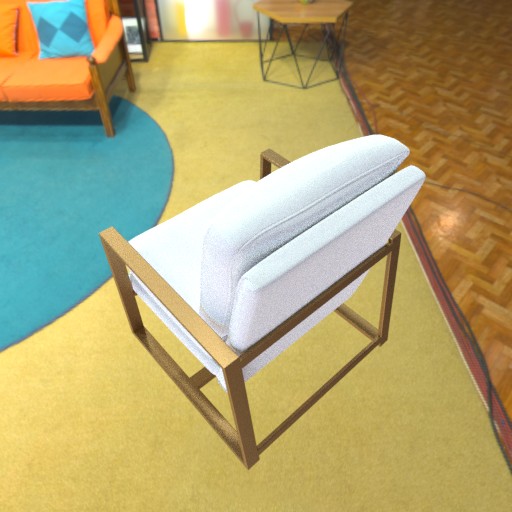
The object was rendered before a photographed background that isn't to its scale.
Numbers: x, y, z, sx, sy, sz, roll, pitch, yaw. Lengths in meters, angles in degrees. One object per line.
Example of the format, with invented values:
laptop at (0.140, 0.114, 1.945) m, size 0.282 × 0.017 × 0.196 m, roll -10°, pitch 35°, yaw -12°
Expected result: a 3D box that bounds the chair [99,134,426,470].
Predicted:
chair at (0.000, 0.000, 1.595) m, size 0.805 × 0.966 × 0.813 m, roll -33°, pitch 54°, yaw -28°
